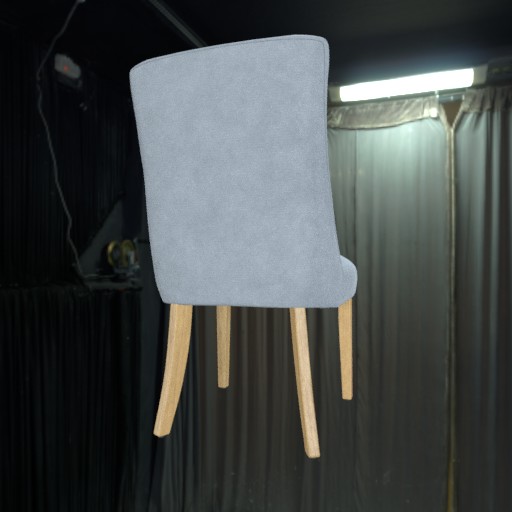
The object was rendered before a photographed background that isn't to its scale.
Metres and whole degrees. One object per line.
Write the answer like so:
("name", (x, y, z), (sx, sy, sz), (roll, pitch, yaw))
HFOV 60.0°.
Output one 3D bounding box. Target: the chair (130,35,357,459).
("chair", (0.000, 0.000, 1.212), (0.495, 0.902, 0.610), (0, -1, 18))
